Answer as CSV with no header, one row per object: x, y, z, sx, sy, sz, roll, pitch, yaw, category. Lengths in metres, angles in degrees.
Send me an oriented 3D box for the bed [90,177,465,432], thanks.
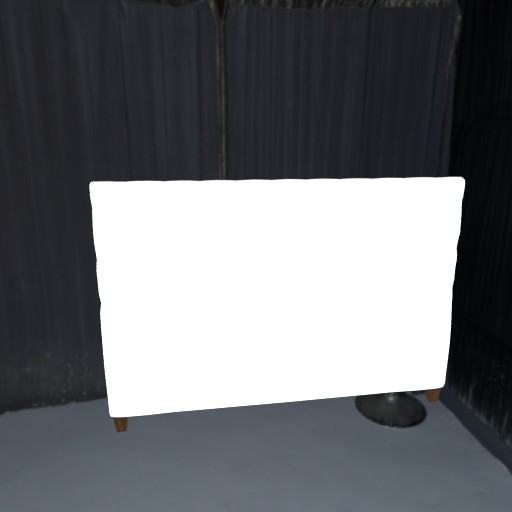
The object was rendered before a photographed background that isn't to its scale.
0.000,0.000,3.645,2.078,1.427,2.387,-2,15,-9,bed
